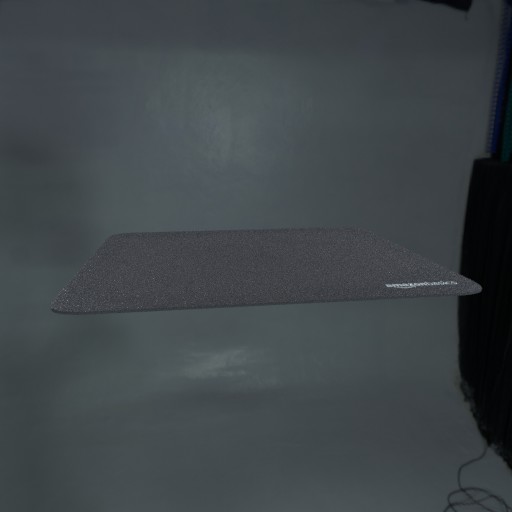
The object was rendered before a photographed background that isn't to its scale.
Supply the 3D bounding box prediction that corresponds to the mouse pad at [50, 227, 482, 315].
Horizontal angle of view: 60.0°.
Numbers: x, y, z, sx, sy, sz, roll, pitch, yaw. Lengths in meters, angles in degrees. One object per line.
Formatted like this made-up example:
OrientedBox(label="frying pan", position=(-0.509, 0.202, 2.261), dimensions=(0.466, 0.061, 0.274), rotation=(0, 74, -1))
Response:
OrientedBox(label="mouse pad", position=(0.000, 0.000, 0.431), dimensions=(0.315, 0.002, 0.269), rotation=(-2, 14, -8))
